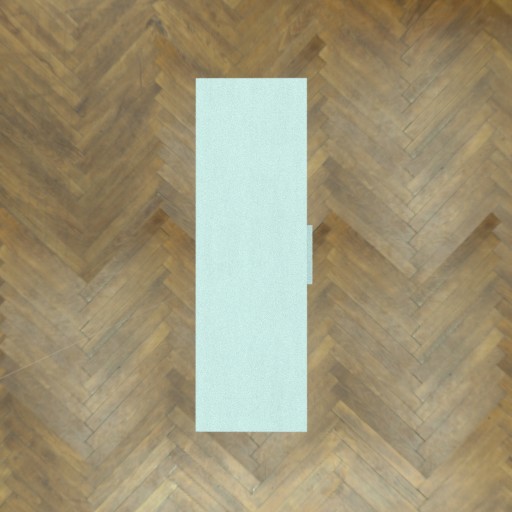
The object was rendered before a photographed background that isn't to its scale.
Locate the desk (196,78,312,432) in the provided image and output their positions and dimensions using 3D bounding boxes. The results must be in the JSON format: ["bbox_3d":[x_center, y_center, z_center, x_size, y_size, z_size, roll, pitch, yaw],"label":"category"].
[{"bbox_3d":[0.000,0.000,1.580,0.250,1.280,0.750,0,90,0],"label":"desk"}]
